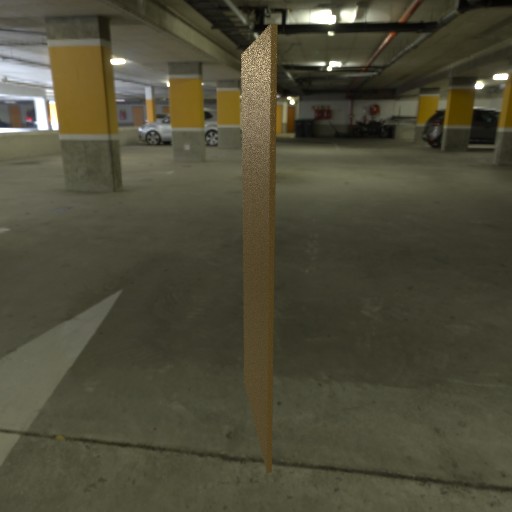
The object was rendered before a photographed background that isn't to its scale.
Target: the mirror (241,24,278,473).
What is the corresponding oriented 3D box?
[{"bbox_3d":[0.000,0.000,2.310,0.025,2.031,0.812,-3,17,-9],"label":"mirror"}]
